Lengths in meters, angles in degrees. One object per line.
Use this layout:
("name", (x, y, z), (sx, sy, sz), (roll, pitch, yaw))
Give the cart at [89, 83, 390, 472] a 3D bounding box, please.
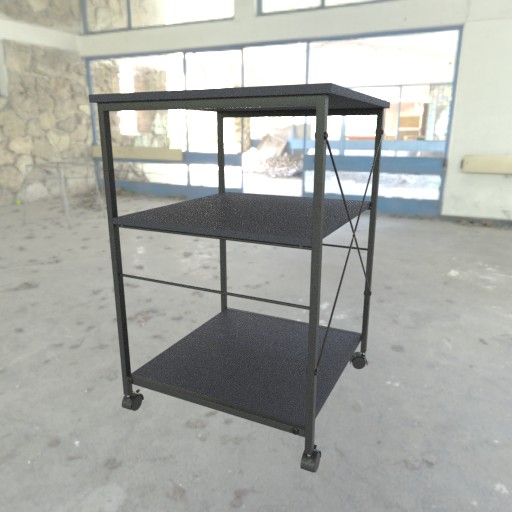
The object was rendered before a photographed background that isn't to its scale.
("cart", (0.000, 0.000, 1.137), (0.520, 0.762, 0.521), (8, 17, 25))
